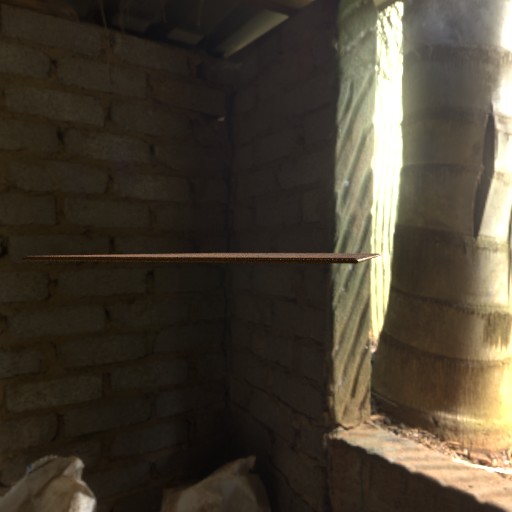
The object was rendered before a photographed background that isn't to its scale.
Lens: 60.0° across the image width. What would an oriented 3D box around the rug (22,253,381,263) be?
[{"bbox_3d":[0.000,0.000,1.076,0.557,0.008,0.863,0,1,18],"label":"rug"}]
